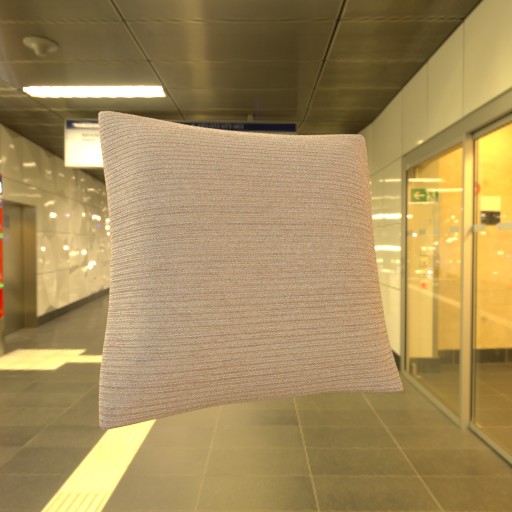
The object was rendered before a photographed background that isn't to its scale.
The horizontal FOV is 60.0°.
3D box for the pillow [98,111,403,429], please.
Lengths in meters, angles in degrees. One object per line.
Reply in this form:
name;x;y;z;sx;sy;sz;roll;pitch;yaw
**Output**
pillow;0.000;0.000;0.633;0.424;0.401;0.177;0;1;-19
